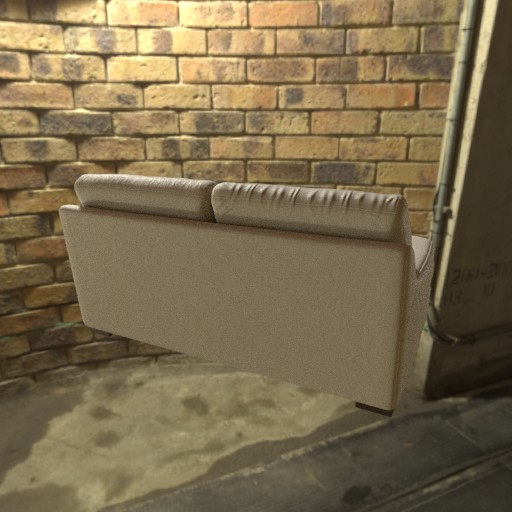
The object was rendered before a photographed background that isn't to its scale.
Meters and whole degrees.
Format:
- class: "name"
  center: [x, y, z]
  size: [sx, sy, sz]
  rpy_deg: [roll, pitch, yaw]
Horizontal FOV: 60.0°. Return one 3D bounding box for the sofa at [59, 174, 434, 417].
- class: "sofa"
  center: [0.000, 0.000, 2.532]
  size: [1.880, 0.940, 1.143]
  rpy_deg: [9, 19, 26]
